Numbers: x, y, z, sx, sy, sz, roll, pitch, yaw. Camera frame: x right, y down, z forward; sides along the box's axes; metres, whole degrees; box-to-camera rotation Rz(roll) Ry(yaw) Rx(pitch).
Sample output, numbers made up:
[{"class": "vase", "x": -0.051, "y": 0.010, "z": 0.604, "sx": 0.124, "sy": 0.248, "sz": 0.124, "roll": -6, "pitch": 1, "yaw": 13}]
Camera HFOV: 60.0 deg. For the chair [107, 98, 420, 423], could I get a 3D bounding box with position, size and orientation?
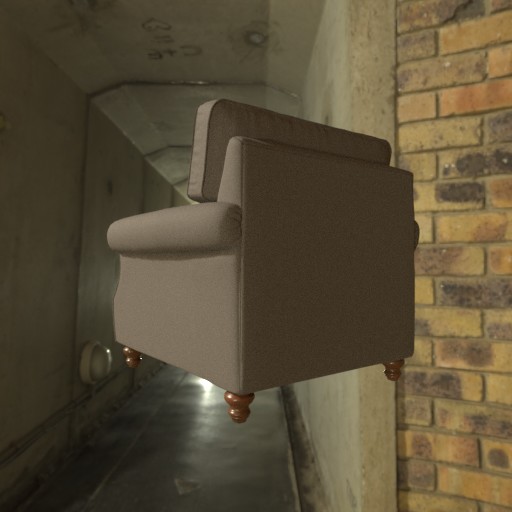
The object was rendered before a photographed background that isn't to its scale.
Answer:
[{"class": "chair", "x": 0.000, "y": 0.000, "z": 1.827, "sx": 1.029, "sy": 0.967, "sz": 0.966, "roll": 0, "pitch": 0, "yaw": -37}]
